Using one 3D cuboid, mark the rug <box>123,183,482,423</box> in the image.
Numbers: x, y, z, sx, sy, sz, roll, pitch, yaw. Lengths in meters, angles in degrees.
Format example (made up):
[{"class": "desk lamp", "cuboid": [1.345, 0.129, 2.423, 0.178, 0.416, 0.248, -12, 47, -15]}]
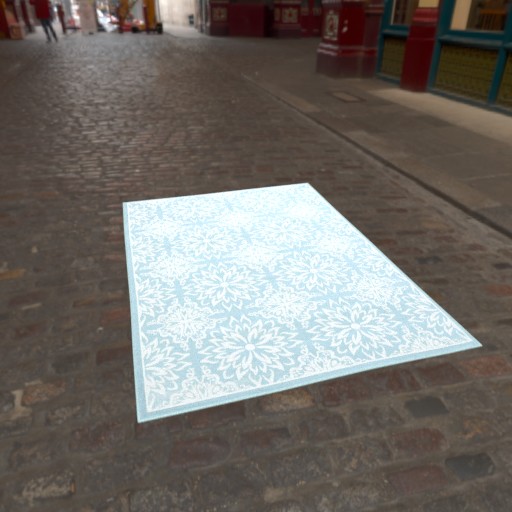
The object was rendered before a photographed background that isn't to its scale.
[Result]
[{"class": "rug", "cuboid": [0.000, 0.000, 2.813, 1.589, 0.014, 2.205, -8, 31, -14]}]
